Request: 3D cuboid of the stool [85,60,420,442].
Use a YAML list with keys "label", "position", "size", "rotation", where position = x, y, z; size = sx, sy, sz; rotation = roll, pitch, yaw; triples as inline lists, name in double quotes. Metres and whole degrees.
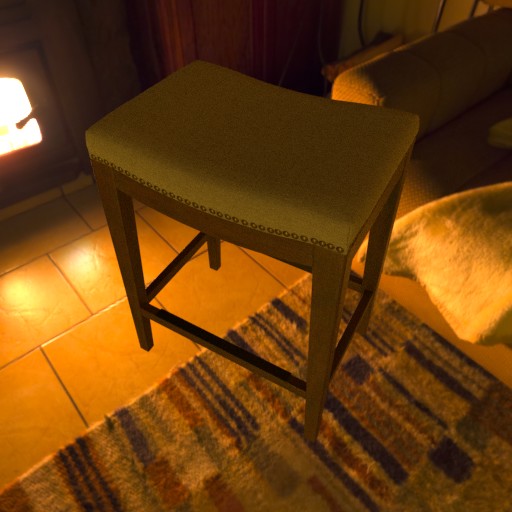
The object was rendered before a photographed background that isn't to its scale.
- label: "stool"
  position: [0.000, 0.000, 0.969]
  size: [0.508, 0.660, 0.356]
  rotation: [22, 50, 20]
